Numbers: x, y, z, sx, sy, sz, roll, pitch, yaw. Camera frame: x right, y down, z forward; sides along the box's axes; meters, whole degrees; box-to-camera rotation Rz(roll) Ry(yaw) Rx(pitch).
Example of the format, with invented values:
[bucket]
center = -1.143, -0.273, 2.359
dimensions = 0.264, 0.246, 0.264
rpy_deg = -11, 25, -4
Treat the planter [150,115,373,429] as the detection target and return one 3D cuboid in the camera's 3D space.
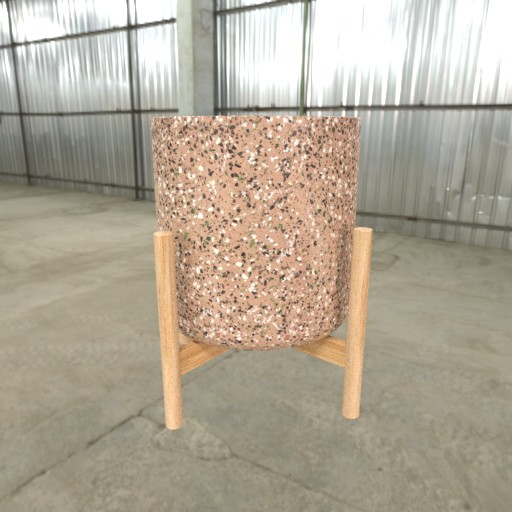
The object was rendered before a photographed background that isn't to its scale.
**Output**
[planter]
center = 0.000, 0.000, 0.708
dimensions = 0.360, 0.419, 0.360
rpy_deg = -8, 18, -27
